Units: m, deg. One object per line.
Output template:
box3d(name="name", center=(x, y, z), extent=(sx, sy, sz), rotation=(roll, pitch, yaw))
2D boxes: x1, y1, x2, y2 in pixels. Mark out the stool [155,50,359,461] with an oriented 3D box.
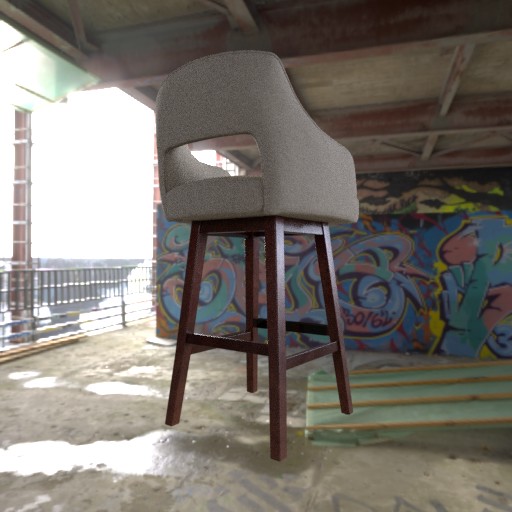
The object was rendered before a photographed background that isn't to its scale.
box3d(name="stool", center=(0.000, 0.000, 1.388), extent=(0.550, 1.041, 0.560), rotation=(0, 0, 36))
